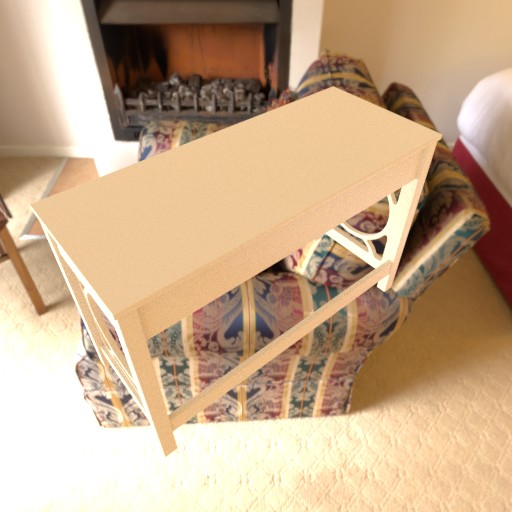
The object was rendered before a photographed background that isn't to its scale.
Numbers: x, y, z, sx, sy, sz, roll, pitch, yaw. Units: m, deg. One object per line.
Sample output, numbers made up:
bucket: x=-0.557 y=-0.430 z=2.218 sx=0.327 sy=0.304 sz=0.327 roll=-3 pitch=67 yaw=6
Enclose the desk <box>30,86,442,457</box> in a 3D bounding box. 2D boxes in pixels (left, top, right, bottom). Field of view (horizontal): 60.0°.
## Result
desk: x=0.000 y=0.000 z=1.600 sx=1.191 sy=0.762 sz=0.504 roll=-30 pitch=52 yaw=-27
